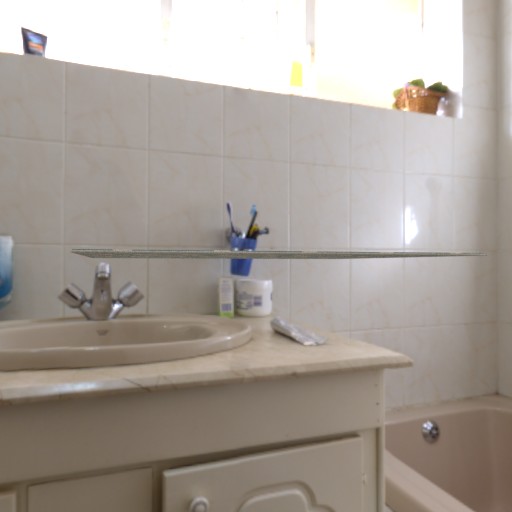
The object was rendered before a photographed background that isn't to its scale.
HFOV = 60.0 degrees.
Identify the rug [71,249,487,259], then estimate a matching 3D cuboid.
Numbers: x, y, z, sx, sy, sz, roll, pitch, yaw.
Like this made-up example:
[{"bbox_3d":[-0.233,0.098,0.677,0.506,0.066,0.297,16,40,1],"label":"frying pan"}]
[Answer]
[{"bbox_3d":[0.000,0.000,4.210,3.049,0.021,2.466,0,-1,-18],"label":"rug"}]
